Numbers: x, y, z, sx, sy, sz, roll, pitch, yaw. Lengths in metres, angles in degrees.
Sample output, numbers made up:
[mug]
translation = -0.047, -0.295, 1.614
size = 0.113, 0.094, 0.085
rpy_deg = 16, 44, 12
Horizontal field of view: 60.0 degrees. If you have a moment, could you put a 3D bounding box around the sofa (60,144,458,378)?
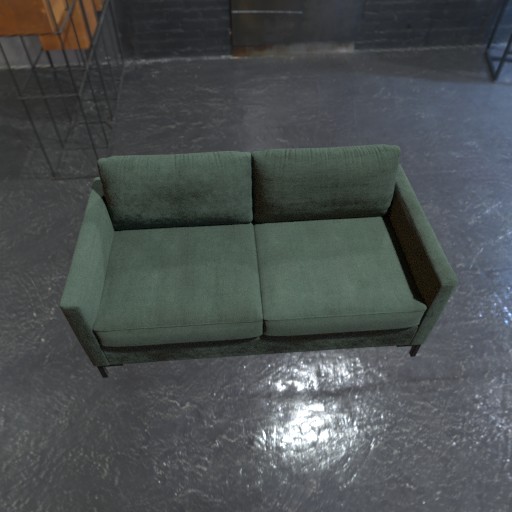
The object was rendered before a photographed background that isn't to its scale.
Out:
[sofa]
translation = 0.000, 0.000, 2.242
size = 1.676, 0.817, 0.875
rpy_deg = -3, 48, -3
